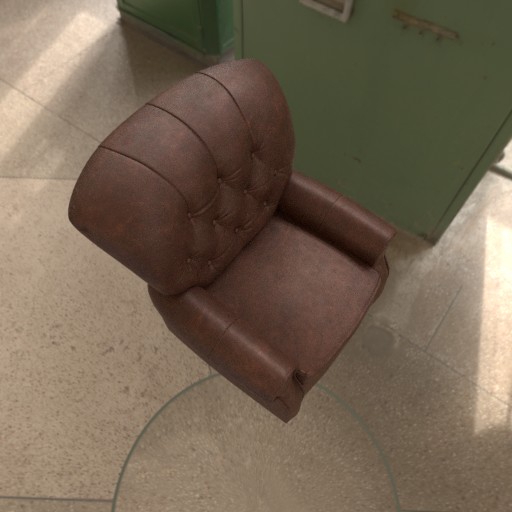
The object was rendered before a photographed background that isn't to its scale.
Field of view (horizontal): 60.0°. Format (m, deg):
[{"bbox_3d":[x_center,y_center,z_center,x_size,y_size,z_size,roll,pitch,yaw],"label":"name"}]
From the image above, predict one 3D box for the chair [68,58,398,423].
[{"bbox_3d":[0.000,0.000,1.911,1.031,1.162,0.979,34,66,18],"label":"chair"}]
